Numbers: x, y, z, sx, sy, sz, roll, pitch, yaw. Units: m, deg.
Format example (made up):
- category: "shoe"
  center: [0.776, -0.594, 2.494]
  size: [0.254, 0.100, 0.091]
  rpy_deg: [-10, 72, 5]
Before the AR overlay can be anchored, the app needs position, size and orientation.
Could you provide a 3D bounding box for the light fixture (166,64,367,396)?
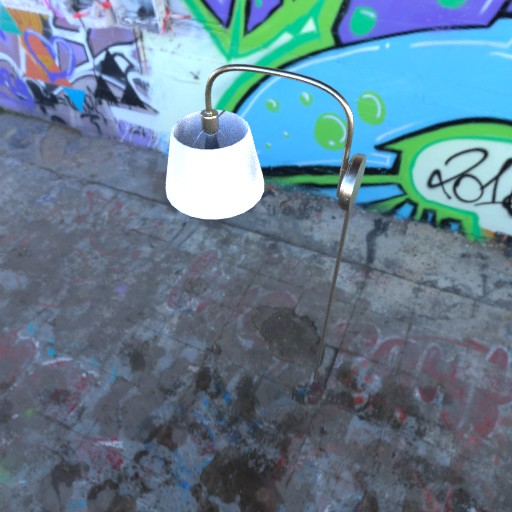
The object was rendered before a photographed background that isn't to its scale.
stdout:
- category: "light fixture"
  center: [0.000, 0.000, 0.463]
  size: [0.176, 0.399, 0.092]
  rpy_deg: [18, 49, 16]
